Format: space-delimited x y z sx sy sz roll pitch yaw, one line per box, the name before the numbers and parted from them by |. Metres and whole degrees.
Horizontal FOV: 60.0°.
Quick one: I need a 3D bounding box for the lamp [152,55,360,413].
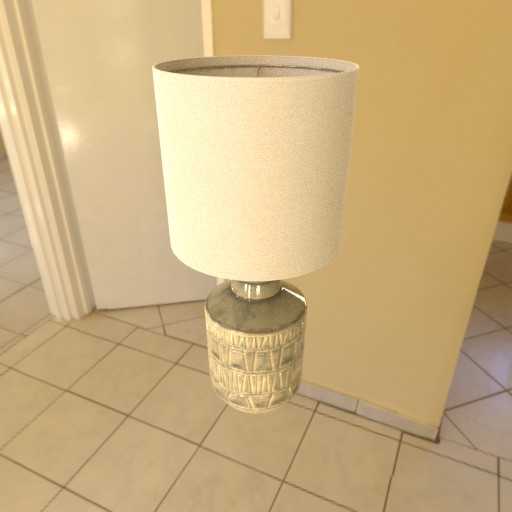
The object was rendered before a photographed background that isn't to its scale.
lamp | 0.000 0.000 0.570 0.211 0.455 0.211 8 30 14
